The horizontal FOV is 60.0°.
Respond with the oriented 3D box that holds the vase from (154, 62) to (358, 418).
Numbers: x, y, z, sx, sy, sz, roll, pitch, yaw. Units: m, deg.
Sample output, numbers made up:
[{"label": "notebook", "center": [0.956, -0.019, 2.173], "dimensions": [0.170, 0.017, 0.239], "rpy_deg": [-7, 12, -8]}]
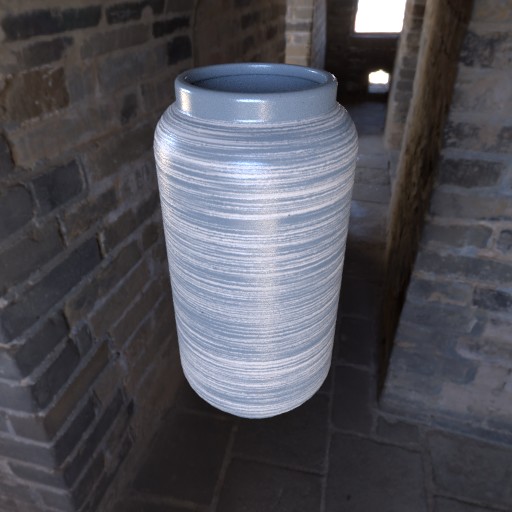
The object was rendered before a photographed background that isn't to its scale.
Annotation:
[{"label": "vase", "center": [0.000, 0.000, 0.300], "dimensions": [0.116, 0.230, 0.116], "rpy_deg": [0, 33, 0]}]
